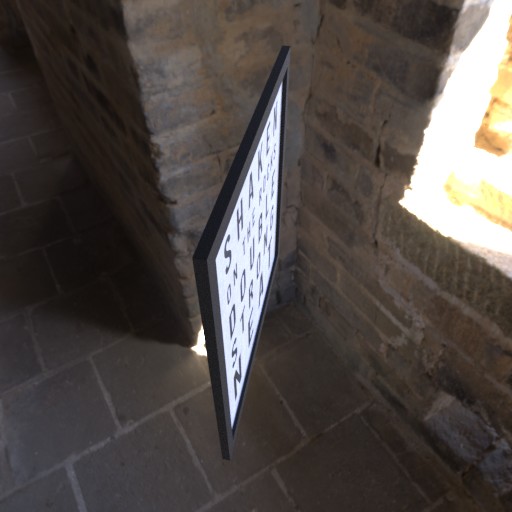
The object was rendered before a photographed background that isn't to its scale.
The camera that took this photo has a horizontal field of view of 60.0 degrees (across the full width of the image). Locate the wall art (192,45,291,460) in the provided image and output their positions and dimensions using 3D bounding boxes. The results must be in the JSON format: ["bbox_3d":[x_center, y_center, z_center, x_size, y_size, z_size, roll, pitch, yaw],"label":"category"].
[{"bbox_3d":[0.000,0.000,0.684,0.013,0.458,0.456,9,47,8],"label":"wall art"}]
